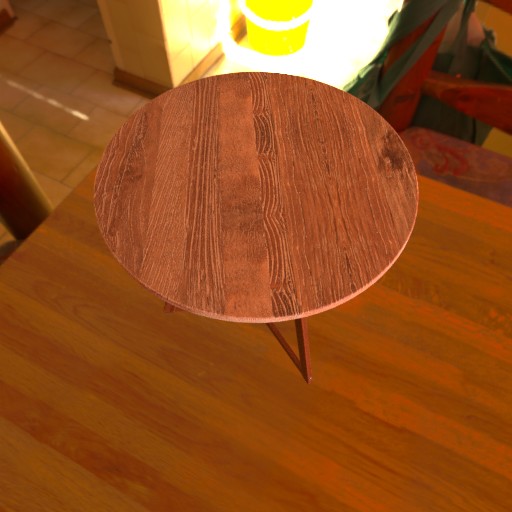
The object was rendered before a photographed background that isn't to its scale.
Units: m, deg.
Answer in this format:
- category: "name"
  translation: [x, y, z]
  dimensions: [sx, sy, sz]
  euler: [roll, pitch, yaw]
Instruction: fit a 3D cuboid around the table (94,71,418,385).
- category: "table"
  translation: [0.000, 0.000, 0.903]
  dimensions: [0.500, 0.500, 0.500]
  euler: [0, 58, 0]
